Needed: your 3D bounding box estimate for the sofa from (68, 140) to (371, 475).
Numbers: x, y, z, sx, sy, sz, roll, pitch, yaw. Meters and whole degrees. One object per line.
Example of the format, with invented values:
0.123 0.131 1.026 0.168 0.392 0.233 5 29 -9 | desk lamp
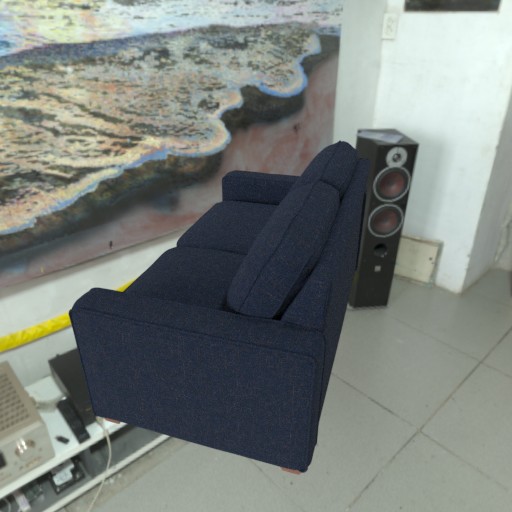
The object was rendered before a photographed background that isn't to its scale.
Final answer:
0.000 0.000 2.256 0.947 0.918 1.709 9 30 15 | sofa
